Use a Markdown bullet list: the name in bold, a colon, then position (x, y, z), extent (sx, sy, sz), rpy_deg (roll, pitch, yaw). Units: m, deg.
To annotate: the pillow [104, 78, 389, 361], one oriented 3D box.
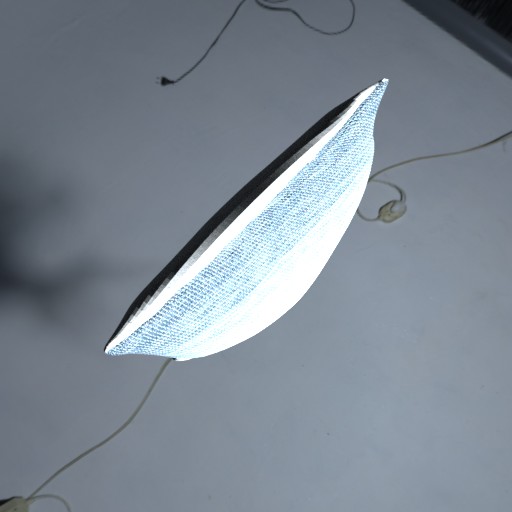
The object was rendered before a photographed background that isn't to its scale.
- **pillow**: position (0.000, 0.000, 0.675), extent (0.182, 0.441, 0.440), rpy_deg (43, 80, 9)
